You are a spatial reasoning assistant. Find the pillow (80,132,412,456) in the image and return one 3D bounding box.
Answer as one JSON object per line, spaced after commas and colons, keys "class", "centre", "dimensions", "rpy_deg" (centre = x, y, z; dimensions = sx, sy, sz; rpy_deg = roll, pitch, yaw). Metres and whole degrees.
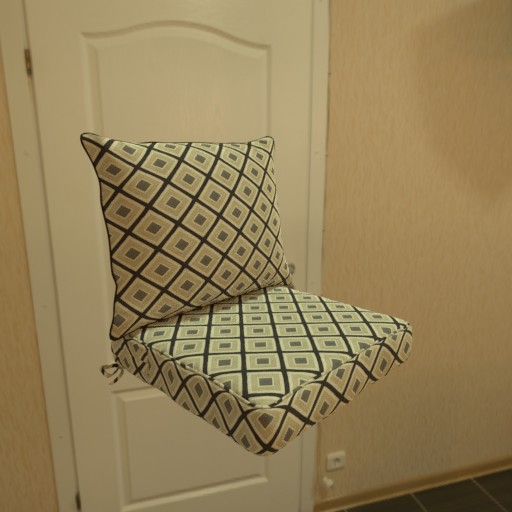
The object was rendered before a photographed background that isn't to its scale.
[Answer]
{"class": "pillow", "centre": [0.000, 0.000, 1.334], "dimensions": [0.733, 0.722, 0.798], "rpy_deg": [13, 19, 43]}
